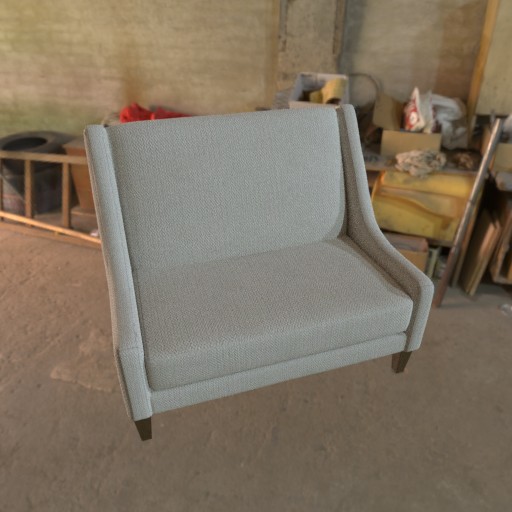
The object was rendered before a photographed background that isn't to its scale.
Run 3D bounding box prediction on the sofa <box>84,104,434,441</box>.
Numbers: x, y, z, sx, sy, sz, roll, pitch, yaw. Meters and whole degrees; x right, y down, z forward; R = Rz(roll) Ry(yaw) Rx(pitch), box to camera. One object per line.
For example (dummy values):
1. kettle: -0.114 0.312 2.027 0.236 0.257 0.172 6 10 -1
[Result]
1. sofa: 0.000 0.000 1.900 1.242 1.022 0.870 -10 33 -15
